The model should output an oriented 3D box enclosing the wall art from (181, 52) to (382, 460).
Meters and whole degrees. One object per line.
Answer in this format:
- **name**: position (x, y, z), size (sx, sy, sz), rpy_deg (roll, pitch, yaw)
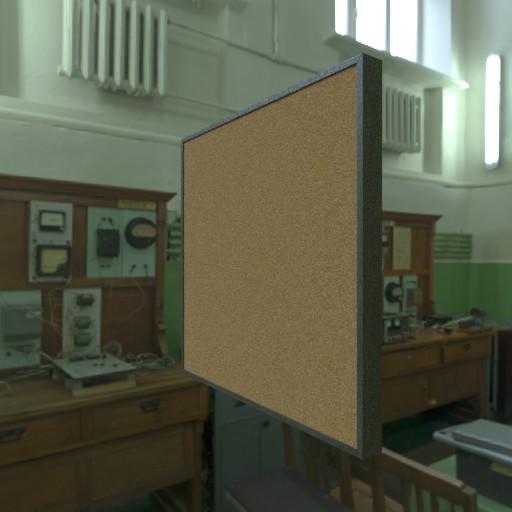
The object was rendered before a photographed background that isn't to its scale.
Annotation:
- **wall art**: position (0.000, 0.000, 0.768), size (0.037, 0.507, 0.507), rpy_deg (0, 0, -36)
